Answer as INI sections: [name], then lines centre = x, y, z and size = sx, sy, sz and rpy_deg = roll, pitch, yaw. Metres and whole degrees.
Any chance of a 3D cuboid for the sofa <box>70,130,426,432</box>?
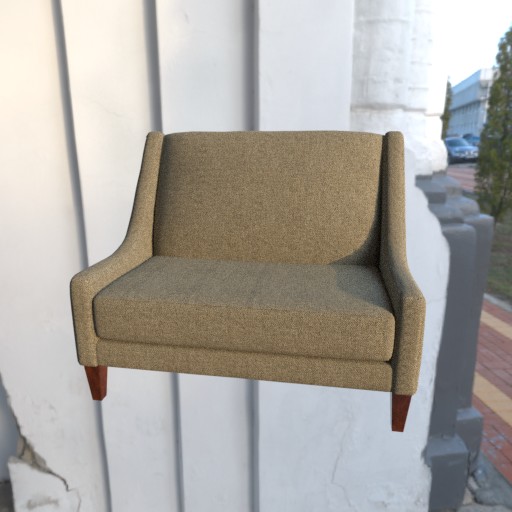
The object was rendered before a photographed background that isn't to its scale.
[sofa]
centre = 0.000, 0.000, 1.861
size = 1.242, 1.021, 0.870
rpy_deg = 3, 15, 9
